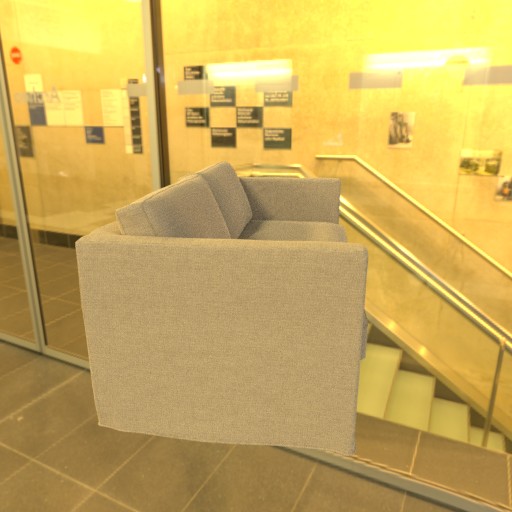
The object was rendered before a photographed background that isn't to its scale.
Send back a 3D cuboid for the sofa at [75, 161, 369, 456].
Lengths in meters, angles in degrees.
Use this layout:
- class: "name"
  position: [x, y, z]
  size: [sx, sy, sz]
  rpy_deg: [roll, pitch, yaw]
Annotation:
- class: "sofa"
  position: [0.000, 0.000, 2.240]
  size: [0.956, 0.828, 1.766]
  rpy_deg: [2, 17, 7]
